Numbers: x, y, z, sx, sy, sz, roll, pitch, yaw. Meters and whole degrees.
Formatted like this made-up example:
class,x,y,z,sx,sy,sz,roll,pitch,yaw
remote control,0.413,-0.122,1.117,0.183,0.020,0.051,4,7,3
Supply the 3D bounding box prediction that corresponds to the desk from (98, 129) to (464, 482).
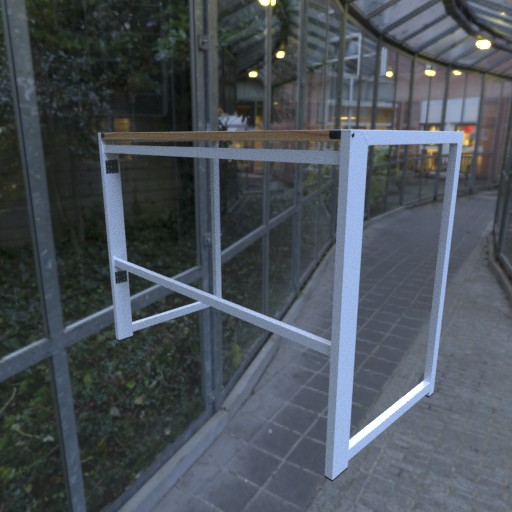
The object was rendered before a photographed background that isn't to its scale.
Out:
class,x,y,z,sx,sy,sz,roll,pitch,yaw
desk,0.000,0.000,1.417,0.508,0.762,1.016,-14,21,-42
